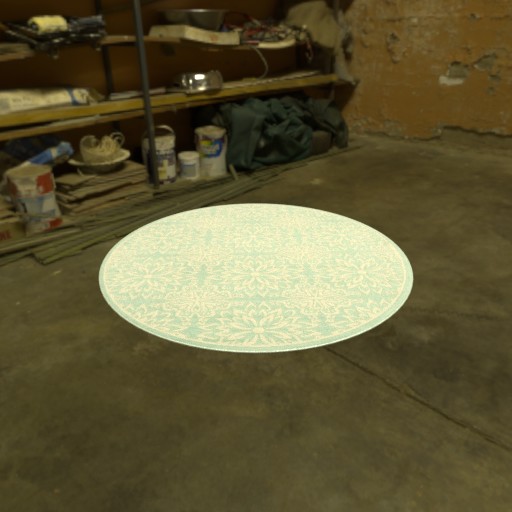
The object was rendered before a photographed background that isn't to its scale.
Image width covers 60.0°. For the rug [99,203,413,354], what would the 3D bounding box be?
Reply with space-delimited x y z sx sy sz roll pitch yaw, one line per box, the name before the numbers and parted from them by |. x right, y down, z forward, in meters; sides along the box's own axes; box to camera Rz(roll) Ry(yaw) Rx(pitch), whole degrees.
rug | 0.000 0.000 2.354 1.593 0.012 1.593 0 27 0
